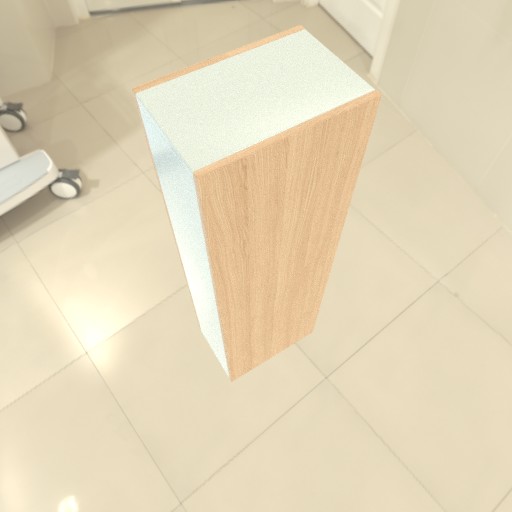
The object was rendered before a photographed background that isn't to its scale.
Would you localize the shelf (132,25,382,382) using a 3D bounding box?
[{"bbox_3d":[0.000,0.000,0.994,0.290,0.882,0.197,-28,63,-16],"label":"shelf"}]
